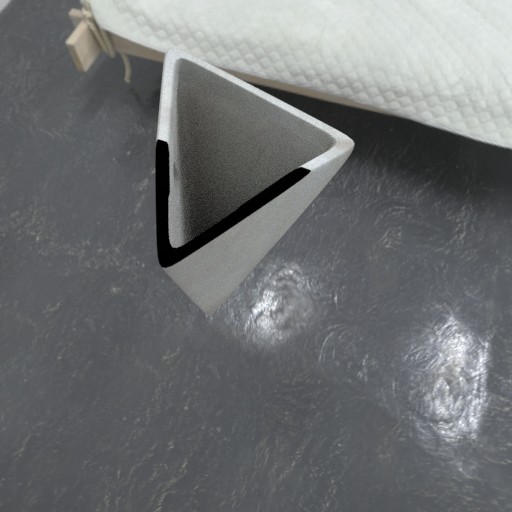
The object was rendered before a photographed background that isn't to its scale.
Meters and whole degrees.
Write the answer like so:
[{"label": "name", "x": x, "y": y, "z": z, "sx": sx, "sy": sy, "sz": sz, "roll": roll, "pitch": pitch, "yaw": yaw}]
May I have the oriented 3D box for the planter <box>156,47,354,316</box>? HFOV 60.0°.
[{"label": "planter", "x": 0.000, "y": 0.000, "z": 0.159, "sx": 0.047, "sy": 0.130, "sz": 0.058, "roll": -1, "pitch": 65, "yaw": -1}]
